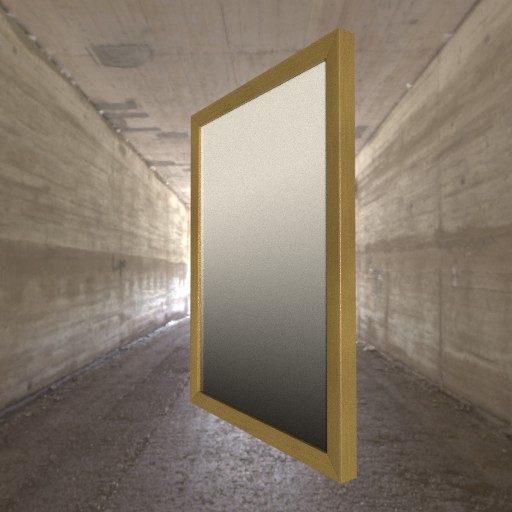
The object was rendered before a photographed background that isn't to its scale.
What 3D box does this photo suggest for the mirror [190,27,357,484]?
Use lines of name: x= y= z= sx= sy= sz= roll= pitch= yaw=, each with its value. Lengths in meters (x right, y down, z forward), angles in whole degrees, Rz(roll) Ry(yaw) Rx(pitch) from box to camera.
mirror: x=0.000 y=0.000 z=0.906 sx=0.040 sy=0.710 sz=0.507 roll=1 pitch=-2 yaw=-36
